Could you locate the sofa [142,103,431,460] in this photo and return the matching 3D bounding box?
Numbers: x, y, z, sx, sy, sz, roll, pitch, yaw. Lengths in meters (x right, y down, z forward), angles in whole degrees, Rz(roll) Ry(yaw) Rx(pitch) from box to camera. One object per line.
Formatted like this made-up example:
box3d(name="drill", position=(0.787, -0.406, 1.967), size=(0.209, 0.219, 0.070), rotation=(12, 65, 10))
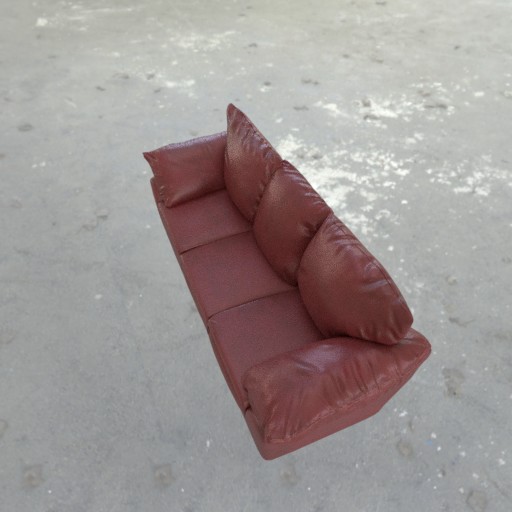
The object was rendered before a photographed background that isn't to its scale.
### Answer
box3d(name="sofa", position=(0.000, 0.000, 2.841), size=(0.907, 1.091, 2.390), rotation=(-17, 48, -16))
